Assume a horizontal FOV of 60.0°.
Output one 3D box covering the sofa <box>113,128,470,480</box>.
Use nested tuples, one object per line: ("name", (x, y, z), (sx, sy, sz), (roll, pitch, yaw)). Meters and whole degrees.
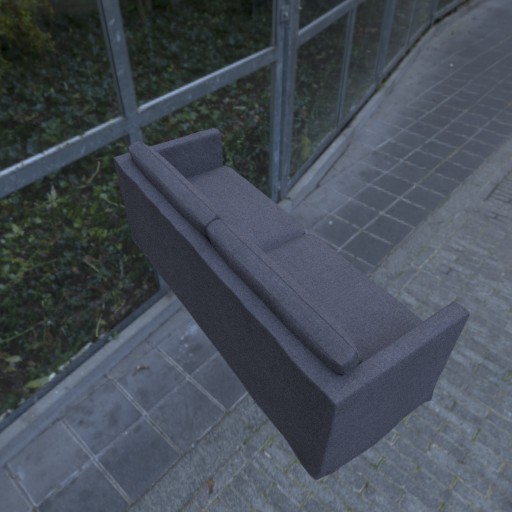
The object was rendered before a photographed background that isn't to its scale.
("sofa", (0.000, 0.000, 3.273), (1.036, 0.998, 2.779), (-24, 47, -25))
